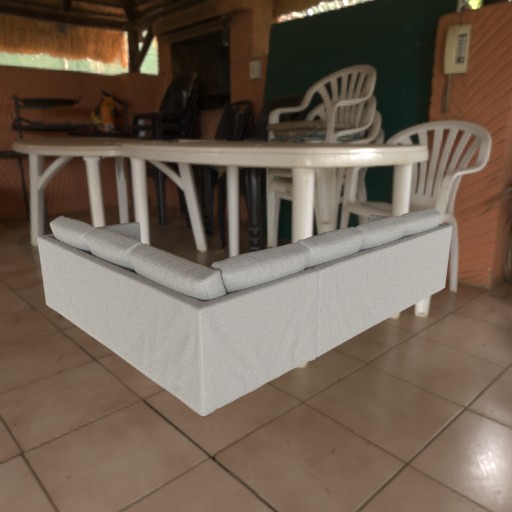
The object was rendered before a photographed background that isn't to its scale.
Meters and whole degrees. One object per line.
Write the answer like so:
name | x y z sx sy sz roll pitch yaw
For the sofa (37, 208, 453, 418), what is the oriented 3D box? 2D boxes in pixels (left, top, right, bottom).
sofa | 0.000 0.000 4.290 3.182 0.871 2.432 -15 21 -42
